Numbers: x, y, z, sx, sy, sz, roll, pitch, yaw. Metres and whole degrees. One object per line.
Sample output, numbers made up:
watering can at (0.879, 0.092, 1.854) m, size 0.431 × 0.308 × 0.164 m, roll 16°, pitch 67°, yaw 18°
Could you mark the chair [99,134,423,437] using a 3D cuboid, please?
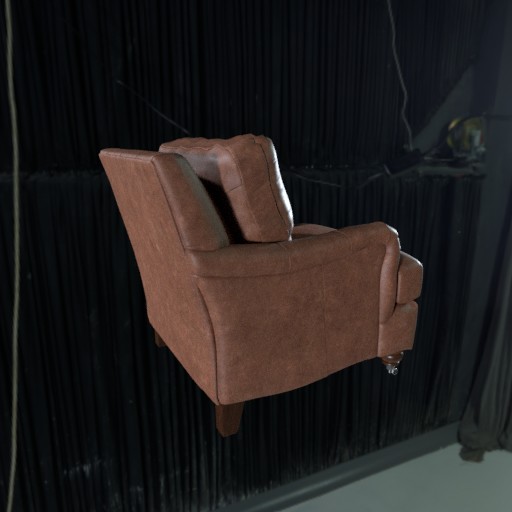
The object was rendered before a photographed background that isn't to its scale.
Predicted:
chair at (0.000, 0.000, 2.002) m, size 1.158 × 1.055 × 0.986 m, roll -8°, pitch 16°, yaw -27°
